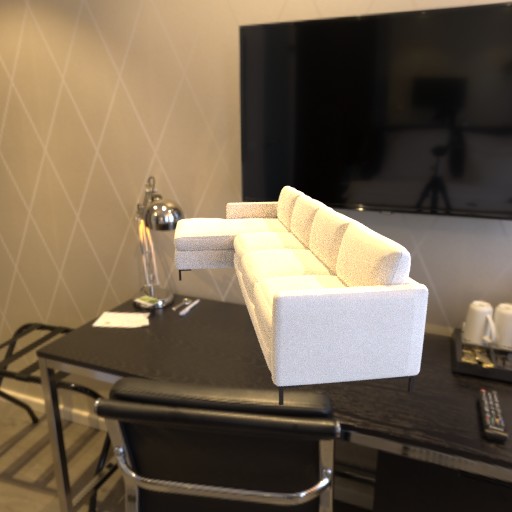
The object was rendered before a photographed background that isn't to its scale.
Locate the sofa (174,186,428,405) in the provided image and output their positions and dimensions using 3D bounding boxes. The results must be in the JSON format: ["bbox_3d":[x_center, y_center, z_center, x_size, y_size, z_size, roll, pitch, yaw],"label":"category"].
[{"bbox_3d":[0.000,0.000,3.855,1.467,0.875,3.186,-2,16,-8],"label":"sofa"}]
